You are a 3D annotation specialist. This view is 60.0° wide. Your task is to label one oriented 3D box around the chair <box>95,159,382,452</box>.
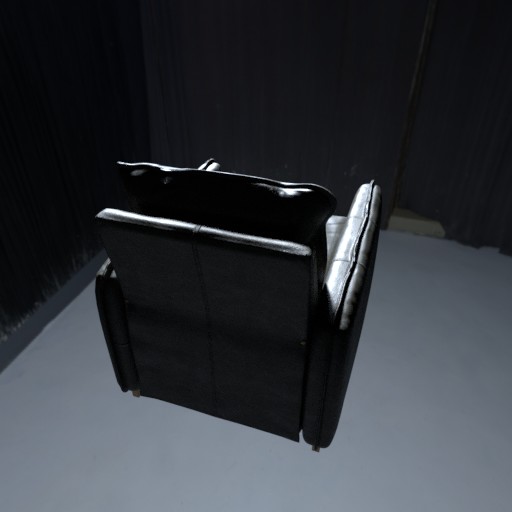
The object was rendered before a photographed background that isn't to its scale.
[{"bbox_3d":[0.000,0.000,1.609,0.830,0.921,0.921,11,36,15],"label":"chair"}]
